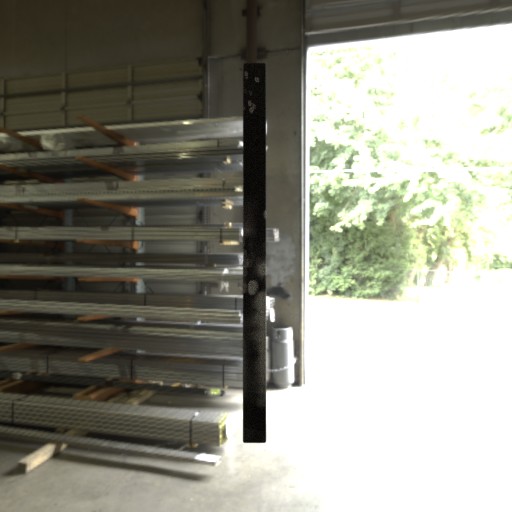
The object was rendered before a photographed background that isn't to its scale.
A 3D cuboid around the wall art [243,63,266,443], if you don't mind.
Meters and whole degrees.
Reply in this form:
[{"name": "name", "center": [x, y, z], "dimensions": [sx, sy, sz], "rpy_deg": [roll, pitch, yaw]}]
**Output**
[{"name": "wall art", "center": [0.000, 0.000, 1.165], "dimensions": [0.038, 0.609, 0.914], "rpy_deg": [0, -1, 0]}]
